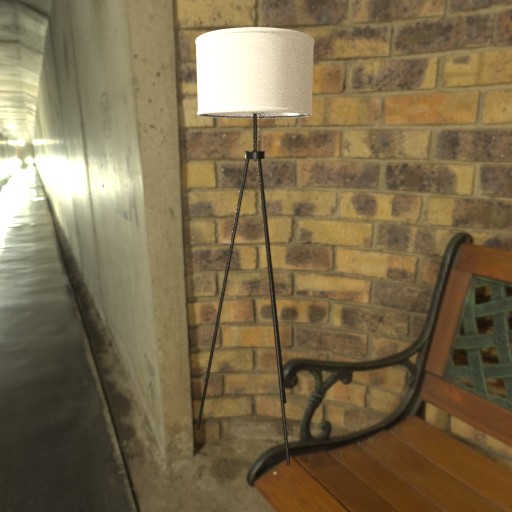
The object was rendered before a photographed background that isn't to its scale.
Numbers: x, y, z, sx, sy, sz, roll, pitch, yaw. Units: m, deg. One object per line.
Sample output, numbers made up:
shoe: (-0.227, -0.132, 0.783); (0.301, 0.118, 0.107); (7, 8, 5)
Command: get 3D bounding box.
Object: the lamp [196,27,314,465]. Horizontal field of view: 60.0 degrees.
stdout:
lamp: (0.000, 0.000, 1.752); (0.448, 1.545, 0.458); (7, 16, 25)
